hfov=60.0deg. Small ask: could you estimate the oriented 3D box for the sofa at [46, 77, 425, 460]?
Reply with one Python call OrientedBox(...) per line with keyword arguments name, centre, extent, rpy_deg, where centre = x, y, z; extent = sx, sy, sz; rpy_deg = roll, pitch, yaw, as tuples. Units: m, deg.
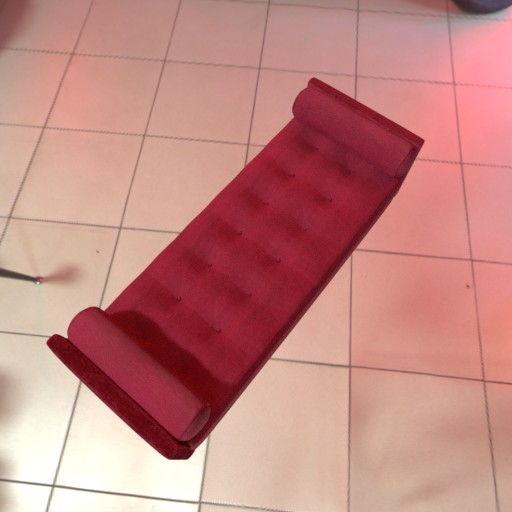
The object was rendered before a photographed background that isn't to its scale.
OrientedBox(name="sofa", centre=(0.000, 0.000, 2.490), extent=(0.796, 0.705, 2.102), rpy_deg=(36, 70, 15))
